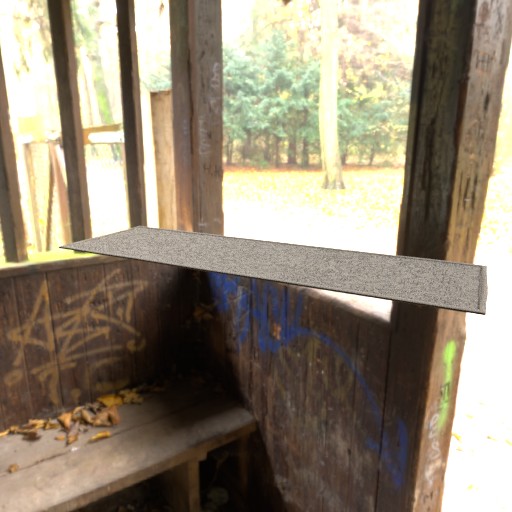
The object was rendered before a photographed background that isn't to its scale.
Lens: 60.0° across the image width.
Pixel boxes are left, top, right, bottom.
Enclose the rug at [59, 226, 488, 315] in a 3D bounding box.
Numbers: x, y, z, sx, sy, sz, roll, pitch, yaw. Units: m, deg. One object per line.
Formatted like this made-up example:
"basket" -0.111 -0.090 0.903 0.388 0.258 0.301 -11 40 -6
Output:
"rug" 0.000 0.000 2.619 2.448 0.012 0.769 8 17 26
